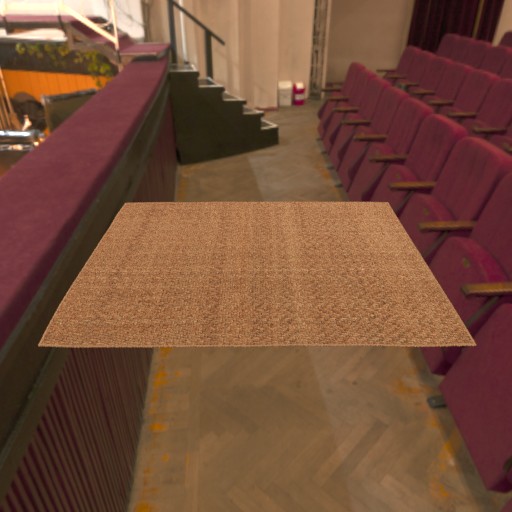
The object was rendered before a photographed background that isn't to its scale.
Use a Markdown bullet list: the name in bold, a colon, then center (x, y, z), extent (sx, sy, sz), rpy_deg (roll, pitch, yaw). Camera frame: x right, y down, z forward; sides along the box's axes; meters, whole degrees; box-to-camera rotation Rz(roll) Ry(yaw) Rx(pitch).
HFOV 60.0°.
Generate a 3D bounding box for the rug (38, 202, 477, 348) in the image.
- **rug**: center (0.000, 0.000, 4.070), extent (3.048, 0.013, 2.439), rpy_deg (0, 31, 0)
